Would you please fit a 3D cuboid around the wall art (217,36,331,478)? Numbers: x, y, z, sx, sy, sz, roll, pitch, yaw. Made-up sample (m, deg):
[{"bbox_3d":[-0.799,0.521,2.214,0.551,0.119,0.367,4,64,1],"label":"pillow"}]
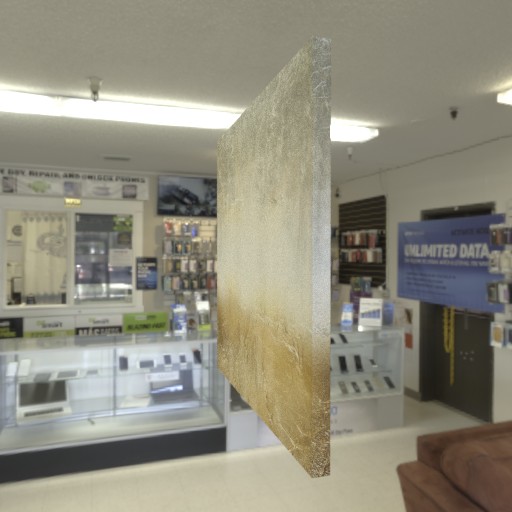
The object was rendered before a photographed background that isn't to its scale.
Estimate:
[{"bbox_3d":[0.000,0.000,1.622,0.051,1.091,1.092,0,1,-17],"label":"wall art"}]
